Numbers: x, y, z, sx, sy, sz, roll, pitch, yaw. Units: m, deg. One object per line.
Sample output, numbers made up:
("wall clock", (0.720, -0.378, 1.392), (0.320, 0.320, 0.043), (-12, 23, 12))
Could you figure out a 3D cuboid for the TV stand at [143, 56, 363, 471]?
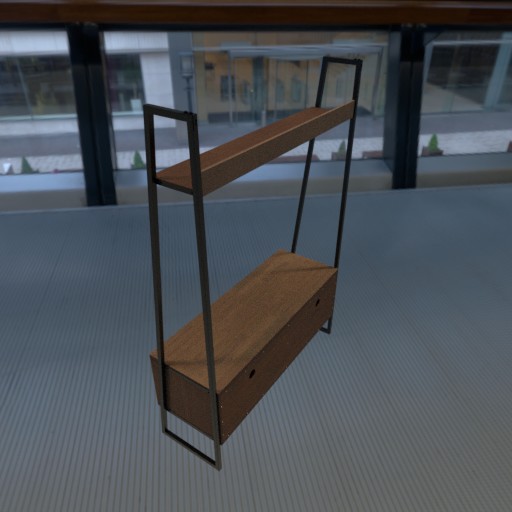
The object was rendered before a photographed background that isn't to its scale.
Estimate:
("TV stand", (0.000, 0.000, 2.297), (0.432, 1.772, 1.250), (20, 37, 29))
